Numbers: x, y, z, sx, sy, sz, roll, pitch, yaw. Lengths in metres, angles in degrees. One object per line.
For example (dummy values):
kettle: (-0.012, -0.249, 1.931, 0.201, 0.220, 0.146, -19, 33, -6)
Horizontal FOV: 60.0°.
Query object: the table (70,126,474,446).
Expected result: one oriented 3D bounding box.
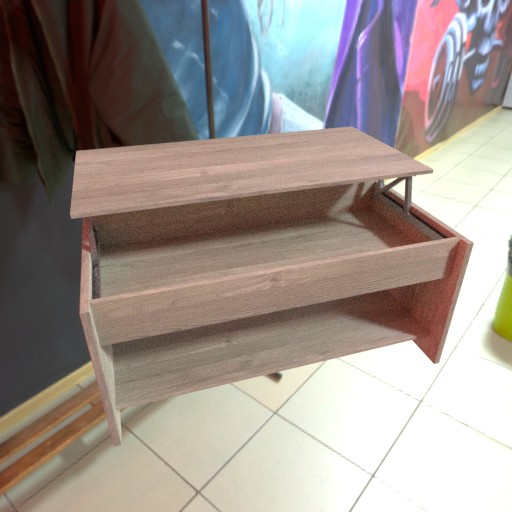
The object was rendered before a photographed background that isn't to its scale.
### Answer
table: (0.000, 0.000, 1.425, 1.000, 0.570, 0.712, -9, 32, -15)
